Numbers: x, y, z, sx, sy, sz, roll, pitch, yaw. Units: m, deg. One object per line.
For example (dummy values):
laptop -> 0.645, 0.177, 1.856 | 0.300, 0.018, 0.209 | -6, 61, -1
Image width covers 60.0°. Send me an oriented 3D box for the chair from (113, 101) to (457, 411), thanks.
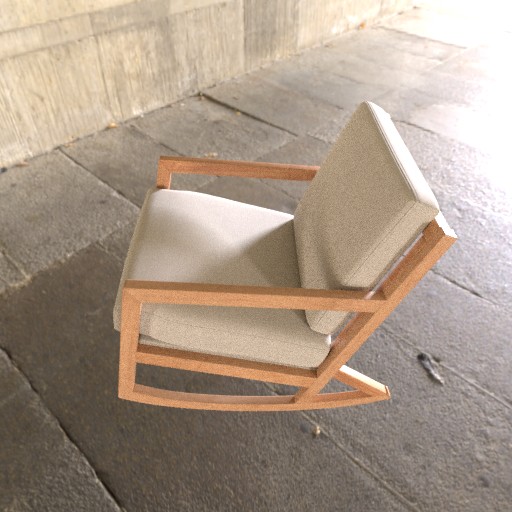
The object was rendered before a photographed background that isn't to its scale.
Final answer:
chair -> 0.000, 0.000, 1.395 | 0.857, 0.790, 0.622 | -1, 42, -1
